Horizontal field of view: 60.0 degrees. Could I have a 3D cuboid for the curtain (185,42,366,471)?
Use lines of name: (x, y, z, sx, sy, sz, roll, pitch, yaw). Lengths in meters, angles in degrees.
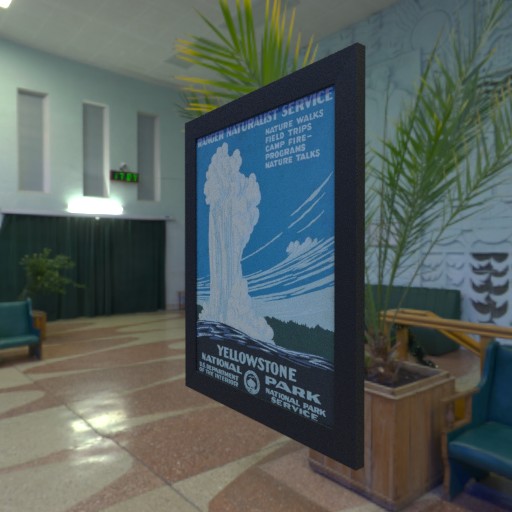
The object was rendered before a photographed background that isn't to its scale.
curtain: (0.000, 0.000, 0.804, 0.027, 0.585, 0.483, -1, 1, -38)
